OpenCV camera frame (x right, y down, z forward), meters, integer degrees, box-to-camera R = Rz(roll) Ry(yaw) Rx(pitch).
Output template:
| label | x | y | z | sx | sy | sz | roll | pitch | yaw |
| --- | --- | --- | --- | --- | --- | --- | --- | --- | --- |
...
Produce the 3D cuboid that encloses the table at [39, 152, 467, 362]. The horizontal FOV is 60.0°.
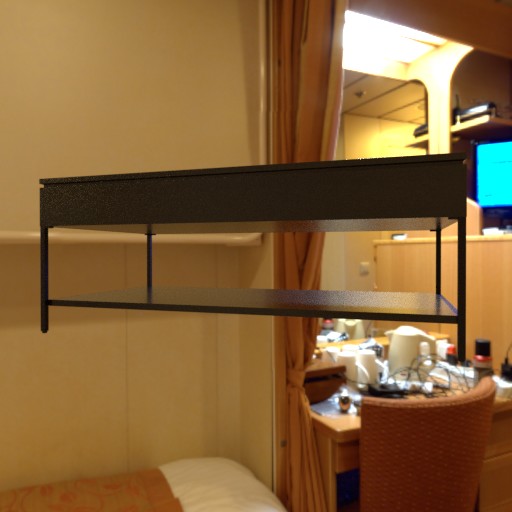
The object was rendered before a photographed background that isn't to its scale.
| label | x | y | z | sx | sy | sz | roll | pitch | yaw |
| --- | --- | --- | --- | --- | --- | --- | --- | --- | --- |
| table | 0.000 | 0.000 | 1.352 | 1.095 | 0.435 | 0.574 | 0 | 0 | 18 |
